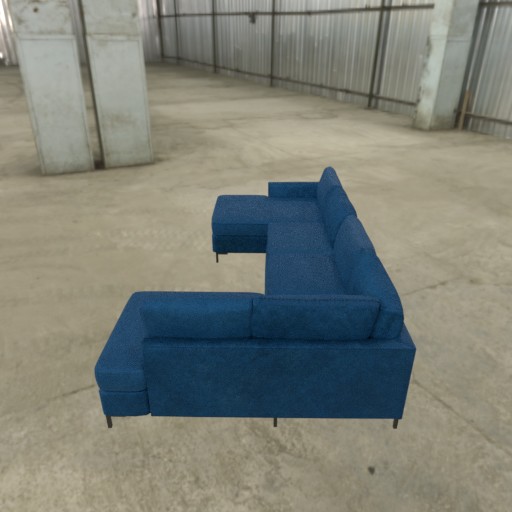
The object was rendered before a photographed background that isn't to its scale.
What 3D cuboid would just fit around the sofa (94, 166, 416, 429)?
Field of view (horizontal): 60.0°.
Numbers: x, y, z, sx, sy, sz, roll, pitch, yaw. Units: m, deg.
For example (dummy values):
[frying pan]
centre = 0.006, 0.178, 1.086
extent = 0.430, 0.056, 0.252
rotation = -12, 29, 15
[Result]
[sofa]
centre = 0.000, 0.000, 4.358
extent = 2.055, 0.992, 3.434
rotation = 0, 27, 1
